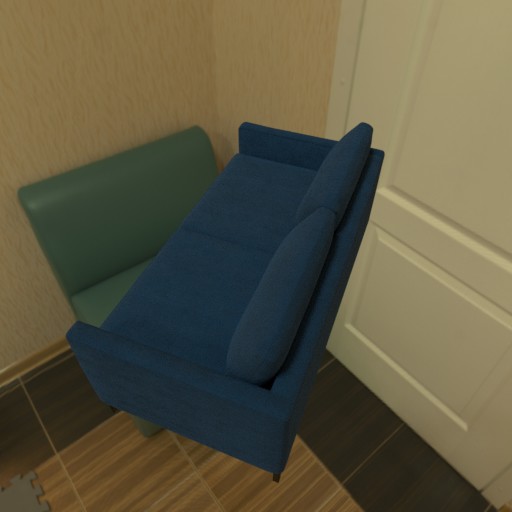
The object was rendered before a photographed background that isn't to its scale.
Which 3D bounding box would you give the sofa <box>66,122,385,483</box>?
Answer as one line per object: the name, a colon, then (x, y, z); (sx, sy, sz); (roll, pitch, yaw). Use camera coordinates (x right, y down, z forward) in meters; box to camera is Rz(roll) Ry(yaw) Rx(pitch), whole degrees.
sofa: (0.000, 0.000, 2.156); (0.875, 0.817, 1.676); (16, 48, 15)
